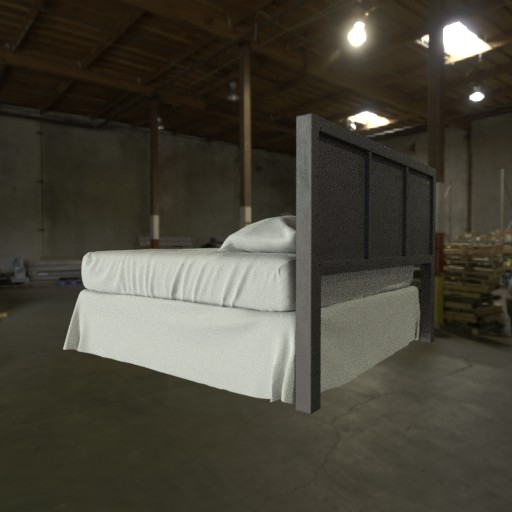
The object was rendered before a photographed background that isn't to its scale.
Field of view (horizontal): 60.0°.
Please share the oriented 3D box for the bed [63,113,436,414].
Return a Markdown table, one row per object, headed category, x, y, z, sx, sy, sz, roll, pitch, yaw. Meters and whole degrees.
| category | x | y | z | sx | sy | sz | roll | pitch | yaw |
| --- | --- | --- | --- | --- | --- | --- | --- | --- | --- |
| bed | 0.000 | 0.000 | 2.862 | 1.785 | 1.142 | 1.772 | 1 | 2 | 38 |
